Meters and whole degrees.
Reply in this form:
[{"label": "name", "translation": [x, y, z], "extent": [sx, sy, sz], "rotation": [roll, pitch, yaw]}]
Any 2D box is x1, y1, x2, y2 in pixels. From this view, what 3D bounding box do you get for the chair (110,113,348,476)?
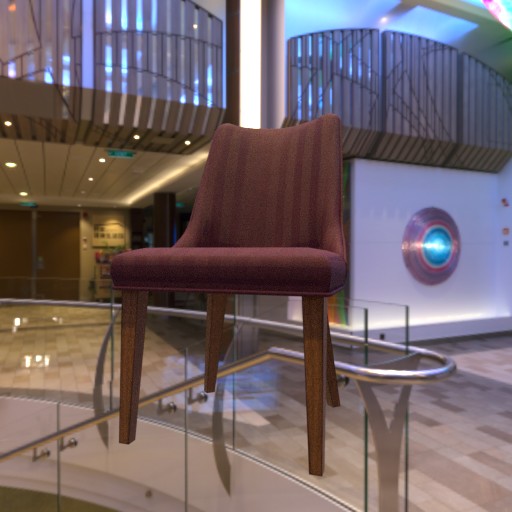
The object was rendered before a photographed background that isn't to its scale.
[{"label": "chair", "translation": [0.000, 0.000, 1.297], "extent": [0.548, 0.916, 0.638], "rotation": [0, 1, 19]}]
